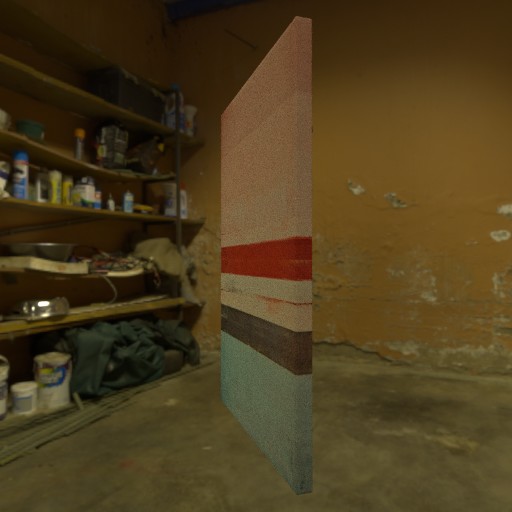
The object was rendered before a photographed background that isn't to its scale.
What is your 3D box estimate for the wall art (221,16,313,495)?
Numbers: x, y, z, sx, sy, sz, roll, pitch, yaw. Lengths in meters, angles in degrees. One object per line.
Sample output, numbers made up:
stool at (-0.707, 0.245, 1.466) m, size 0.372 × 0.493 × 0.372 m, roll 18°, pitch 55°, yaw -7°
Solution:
wall art at (0.000, 0.000, 1.142) m, size 0.038 × 0.914 × 0.610 m, roll 0°, pitch -1°, yaw -18°
